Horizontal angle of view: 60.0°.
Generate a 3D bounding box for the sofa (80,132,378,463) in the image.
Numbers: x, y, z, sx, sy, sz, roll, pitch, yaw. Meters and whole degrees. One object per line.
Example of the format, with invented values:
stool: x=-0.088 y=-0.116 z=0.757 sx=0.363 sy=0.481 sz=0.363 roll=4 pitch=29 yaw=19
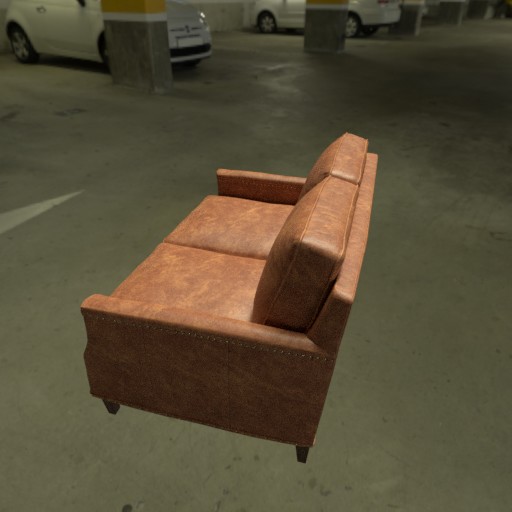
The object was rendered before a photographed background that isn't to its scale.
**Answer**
sofa: x=0.000 y=0.000 z=2.286 sx=1.084 sy=1.003 sz=1.597 roll=8 pitch=32 yaw=14
